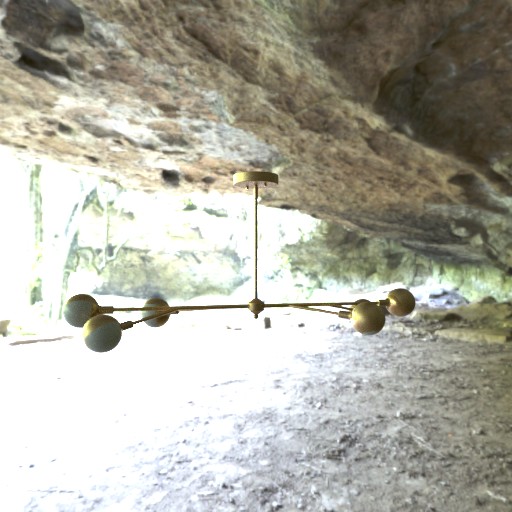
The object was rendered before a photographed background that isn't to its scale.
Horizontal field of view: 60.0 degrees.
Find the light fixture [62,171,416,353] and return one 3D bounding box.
[{"bbox_3d":[0.000,0.000,0.997,0.778,0.362,0.434,0,-1,1],"label":"light fixture"}]
